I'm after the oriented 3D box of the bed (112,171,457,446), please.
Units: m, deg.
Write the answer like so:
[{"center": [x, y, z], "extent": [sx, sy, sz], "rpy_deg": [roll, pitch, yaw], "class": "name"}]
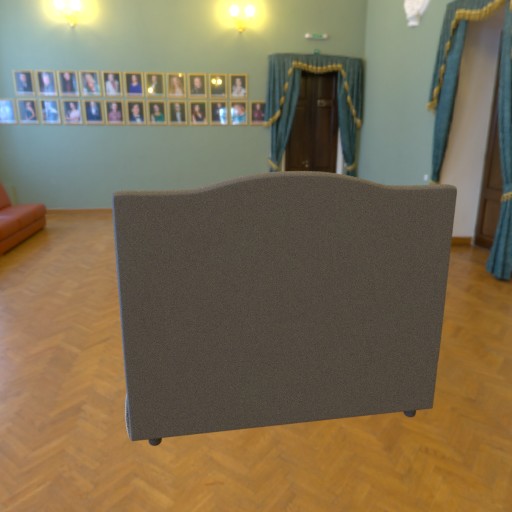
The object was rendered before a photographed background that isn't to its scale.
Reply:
[{"center": [0.000, 0.000, 3.353], "extent": [1.821, 1.436, 2.282], "rpy_deg": [-3, 16, -9], "class": "bed"}]
